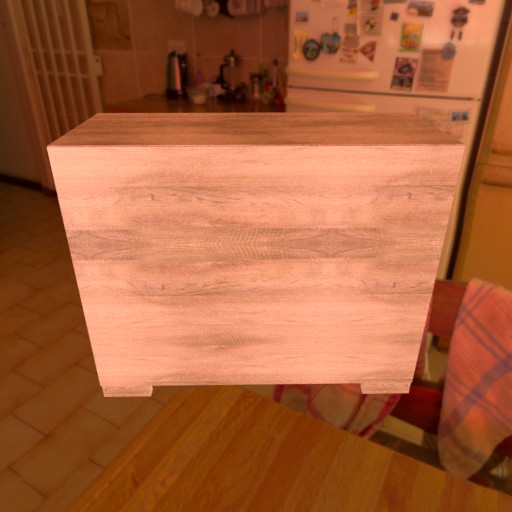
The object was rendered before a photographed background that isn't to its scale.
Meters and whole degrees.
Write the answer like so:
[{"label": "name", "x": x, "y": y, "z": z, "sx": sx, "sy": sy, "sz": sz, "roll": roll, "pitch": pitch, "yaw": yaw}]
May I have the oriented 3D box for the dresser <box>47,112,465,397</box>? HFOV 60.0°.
[{"label": "dresser", "x": 0.000, "y": 0.000, "z": 1.423, "sx": 0.994, "sy": 0.816, "sz": 0.404, "roll": 0, "pitch": 28, "yaw": -1}]
